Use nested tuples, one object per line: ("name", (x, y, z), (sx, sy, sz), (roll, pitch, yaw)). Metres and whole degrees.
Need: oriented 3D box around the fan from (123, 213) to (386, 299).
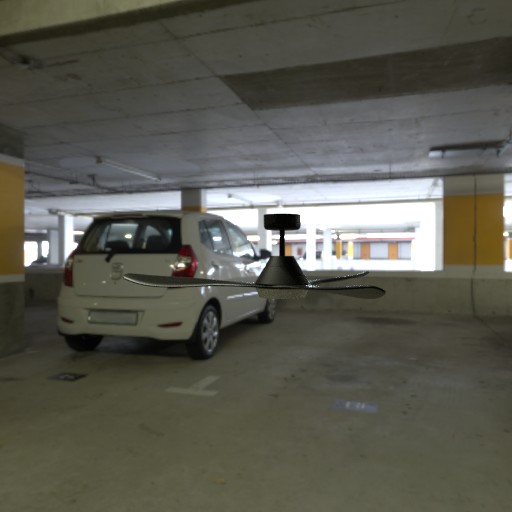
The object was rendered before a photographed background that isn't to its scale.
("fan", (0.000, 0.000, 1.592), (1.067, 0.305, 1.067), (0, 0, 0))
